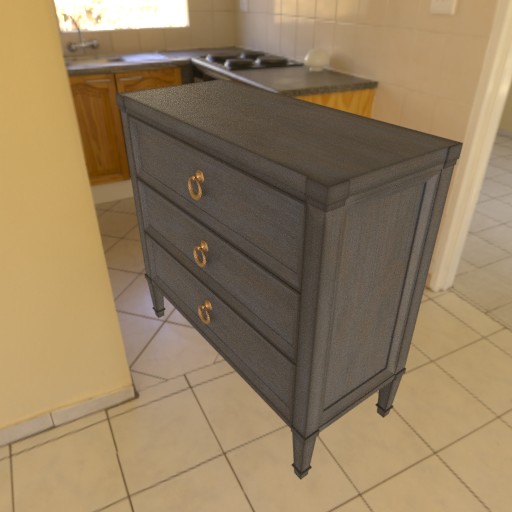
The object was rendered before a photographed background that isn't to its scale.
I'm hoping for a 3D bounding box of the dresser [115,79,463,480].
[{"bbox_3d":[0.000,0.000,1.566,0.463,0.986,1.049,-22,38,-31],"label":"dresser"}]
